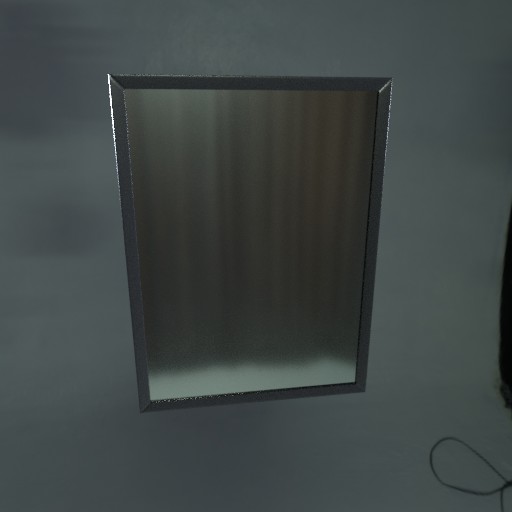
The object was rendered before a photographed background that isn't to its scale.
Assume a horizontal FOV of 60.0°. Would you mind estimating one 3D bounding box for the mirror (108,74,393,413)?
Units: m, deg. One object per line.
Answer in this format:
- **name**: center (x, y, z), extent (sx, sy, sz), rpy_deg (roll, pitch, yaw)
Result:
- **mirror**: center (0.000, 0.000, 1.349), extent (0.762, 1.016, 0.040), rpy_deg (-3, 18, -8)
